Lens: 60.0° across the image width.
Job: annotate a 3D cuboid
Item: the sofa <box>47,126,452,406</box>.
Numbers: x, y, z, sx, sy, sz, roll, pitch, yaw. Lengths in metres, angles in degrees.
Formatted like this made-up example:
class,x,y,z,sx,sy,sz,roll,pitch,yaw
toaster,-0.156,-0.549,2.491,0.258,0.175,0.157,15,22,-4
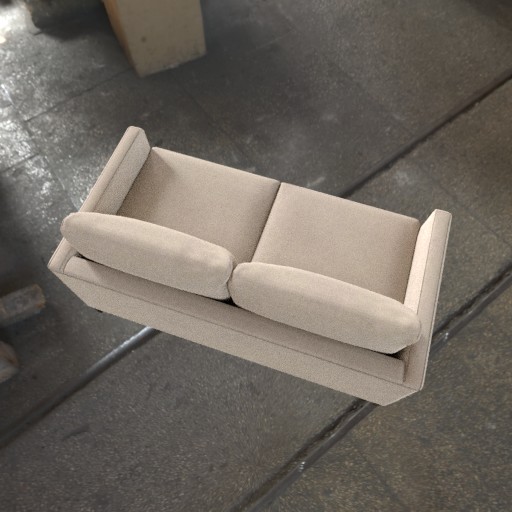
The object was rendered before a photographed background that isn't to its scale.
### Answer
class,x,y,z,sx,sy,sz,roll,pitch,yaw
sofa,0.000,0.000,2.185,1.682,0.840,0.875,17,66,8
